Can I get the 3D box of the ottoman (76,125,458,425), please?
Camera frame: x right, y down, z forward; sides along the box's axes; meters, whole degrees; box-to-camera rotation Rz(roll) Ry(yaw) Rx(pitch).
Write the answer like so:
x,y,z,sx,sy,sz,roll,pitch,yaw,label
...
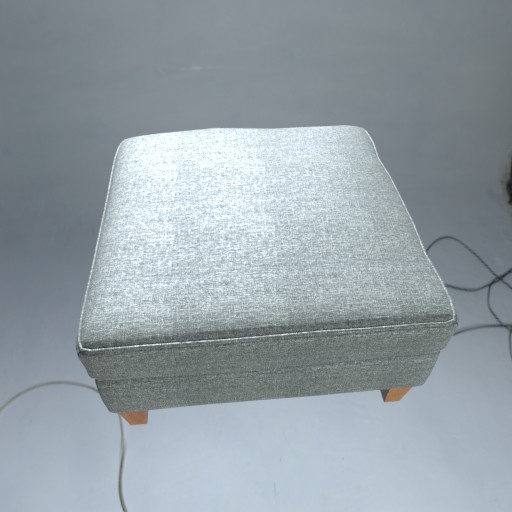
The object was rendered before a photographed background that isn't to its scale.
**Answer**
x,y,z,sx,sy,sz,roll,pitch,yaw,label
0.000,0.000,1.337,0.838,0.481,0.838,-4,47,-4,ottoman
